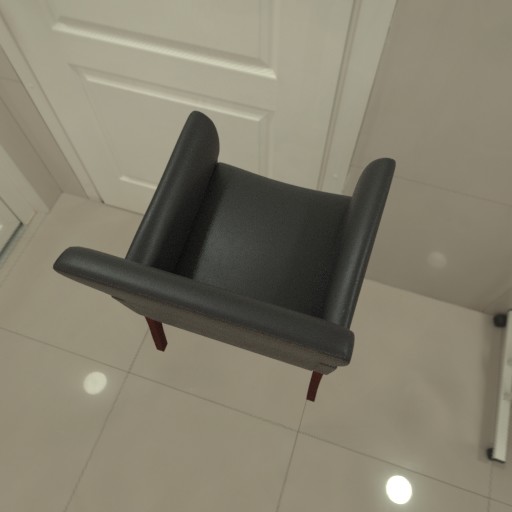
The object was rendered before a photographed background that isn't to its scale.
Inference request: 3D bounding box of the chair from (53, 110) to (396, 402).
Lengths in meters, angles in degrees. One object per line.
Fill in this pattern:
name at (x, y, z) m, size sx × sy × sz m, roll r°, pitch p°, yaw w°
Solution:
chair at (0.000, 0.000, 1.425) m, size 0.683 × 0.951 × 0.772 m, roll 16°, pitch 63°, yaw 8°
